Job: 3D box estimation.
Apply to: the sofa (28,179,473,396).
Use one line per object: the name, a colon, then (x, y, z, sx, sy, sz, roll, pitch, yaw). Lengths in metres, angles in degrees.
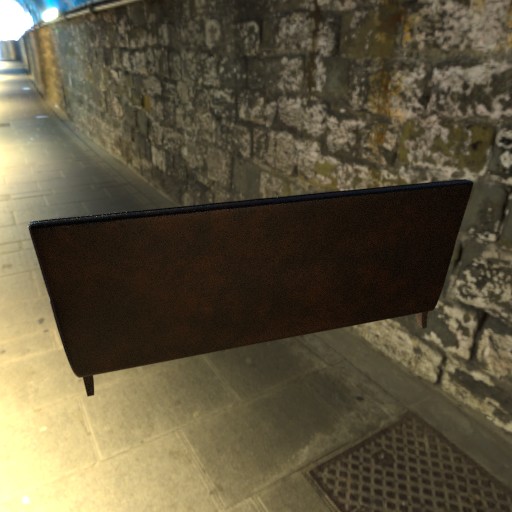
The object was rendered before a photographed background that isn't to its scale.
sofa: (0.000, 0.000, 2.404, 1.995, 0.871, 0.786, -8, 26, -16)
